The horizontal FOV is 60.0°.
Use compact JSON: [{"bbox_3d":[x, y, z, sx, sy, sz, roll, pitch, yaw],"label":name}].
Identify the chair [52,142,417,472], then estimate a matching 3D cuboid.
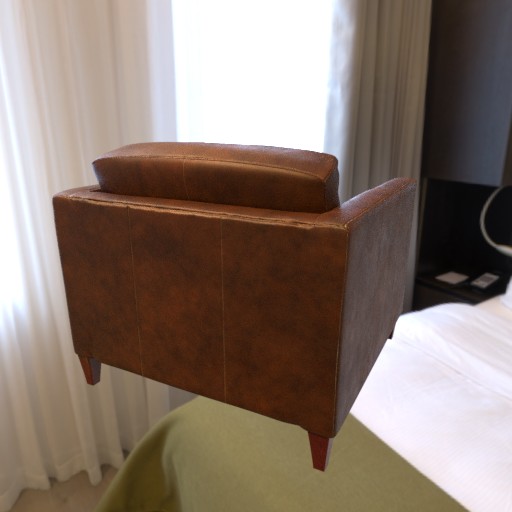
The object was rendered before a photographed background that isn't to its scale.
[{"bbox_3d":[0.000,0.000,1.688,0.990,0.864,0.975,9,19,27],"label":"chair"}]
